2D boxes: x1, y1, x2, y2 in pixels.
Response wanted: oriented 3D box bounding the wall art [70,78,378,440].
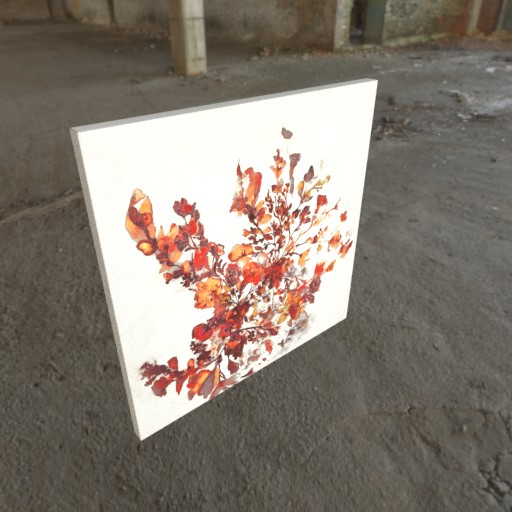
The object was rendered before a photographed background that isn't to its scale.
[{"bbox_3d":[0.000,0.000,1.109,0.757,0.757,0.037,-23,38,-33],"label":"wall art"}]
